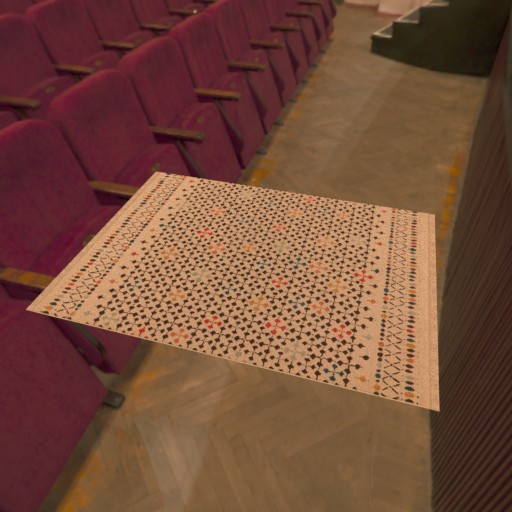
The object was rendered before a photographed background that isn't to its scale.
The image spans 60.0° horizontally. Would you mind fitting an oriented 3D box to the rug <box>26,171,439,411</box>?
[{"bbox_3d":[0.000,0.000,2.002,1.556,0.006,1.146,11,41,13],"label":"rug"}]
